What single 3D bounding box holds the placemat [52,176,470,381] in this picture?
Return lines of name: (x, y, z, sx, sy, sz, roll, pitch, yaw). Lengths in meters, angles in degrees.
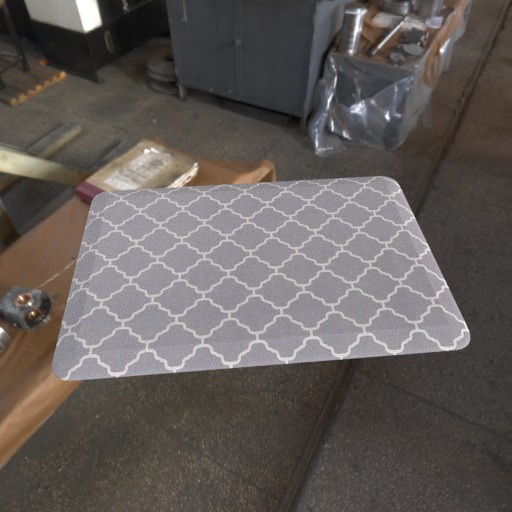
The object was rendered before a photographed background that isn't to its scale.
placemat: (0.000, 0.000, 0.947, 0.762, 0.021, 0.508, -4, 48, -3)
